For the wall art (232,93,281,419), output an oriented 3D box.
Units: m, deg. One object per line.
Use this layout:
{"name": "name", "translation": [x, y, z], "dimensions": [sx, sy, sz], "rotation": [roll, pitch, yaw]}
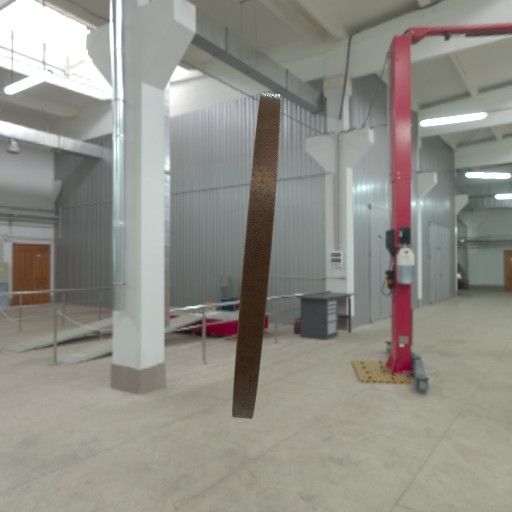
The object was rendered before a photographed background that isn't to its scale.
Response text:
{"name": "wall art", "translation": [0.000, 0.000, 0.845], "dimensions": [0.084, 0.583, 0.582], "rotation": [0, -1, 0]}
